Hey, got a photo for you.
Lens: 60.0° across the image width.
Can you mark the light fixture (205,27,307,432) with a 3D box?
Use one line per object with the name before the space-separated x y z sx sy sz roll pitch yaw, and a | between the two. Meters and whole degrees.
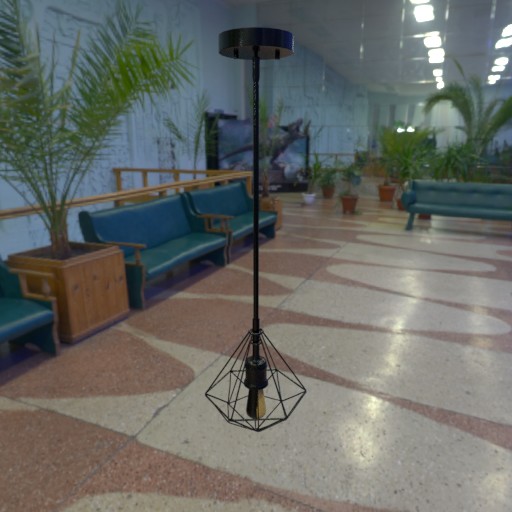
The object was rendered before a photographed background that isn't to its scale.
light fixture | 0.000 0.000 1.948 0.431 1.764 0.487 7 16 26
